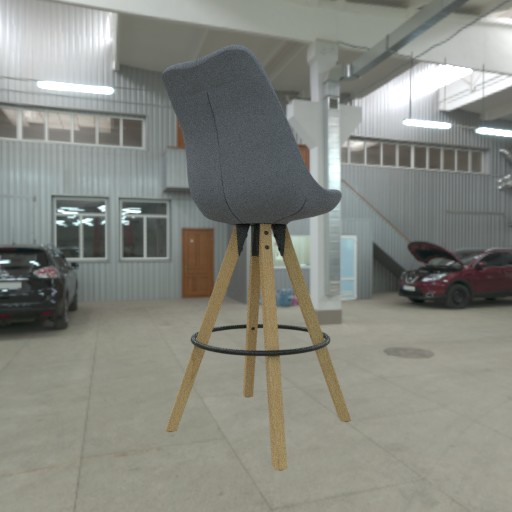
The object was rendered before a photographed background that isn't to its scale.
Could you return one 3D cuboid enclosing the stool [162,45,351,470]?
[{"bbox_3d":[0.000,0.000,1.436,0.485,1.115,0.550,1,1,36],"label":"stool"}]
